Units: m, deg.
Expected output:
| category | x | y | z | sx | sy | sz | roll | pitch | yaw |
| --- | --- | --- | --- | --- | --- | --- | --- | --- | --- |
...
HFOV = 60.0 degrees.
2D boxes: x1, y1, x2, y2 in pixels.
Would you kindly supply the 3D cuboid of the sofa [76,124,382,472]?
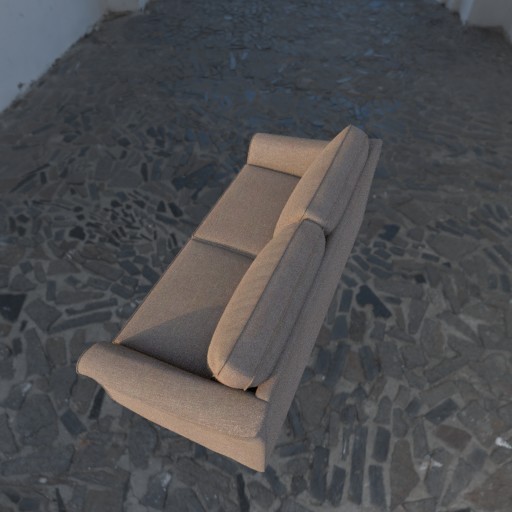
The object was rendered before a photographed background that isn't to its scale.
| category | x | y | z | sx | sy | sz | roll | pitch | yaw |
| --- | --- | --- | --- | --- | --- | --- | --- | --- | --- |
| sofa | 0.000 | 0.000 | 2.746 | 0.986 | 0.906 | 2.270 | 18 | 50 | 15 |
